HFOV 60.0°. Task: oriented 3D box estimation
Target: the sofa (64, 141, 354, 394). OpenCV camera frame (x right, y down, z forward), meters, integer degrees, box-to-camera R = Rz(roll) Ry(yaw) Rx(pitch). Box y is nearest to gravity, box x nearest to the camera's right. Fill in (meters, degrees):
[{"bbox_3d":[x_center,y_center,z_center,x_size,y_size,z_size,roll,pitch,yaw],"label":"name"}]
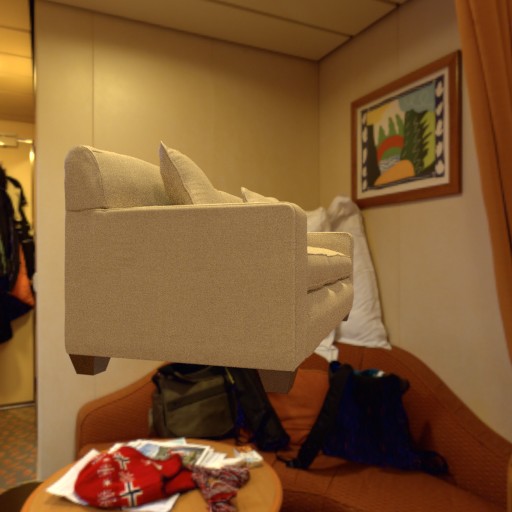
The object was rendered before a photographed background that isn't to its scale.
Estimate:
[{"bbox_3d":[0.000,0.000,2.572,0.997,0.958,2.024,0,0,18],"label":"sofa"}]
